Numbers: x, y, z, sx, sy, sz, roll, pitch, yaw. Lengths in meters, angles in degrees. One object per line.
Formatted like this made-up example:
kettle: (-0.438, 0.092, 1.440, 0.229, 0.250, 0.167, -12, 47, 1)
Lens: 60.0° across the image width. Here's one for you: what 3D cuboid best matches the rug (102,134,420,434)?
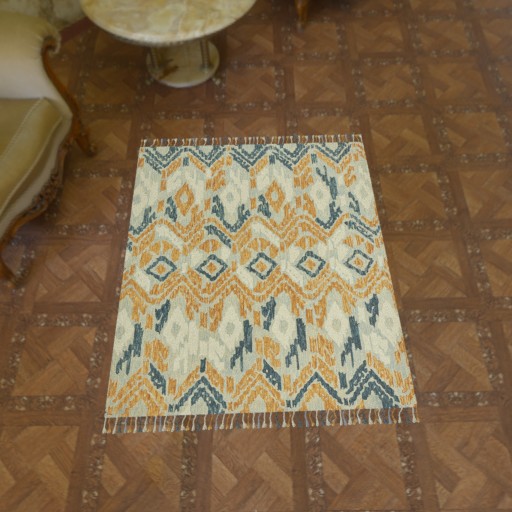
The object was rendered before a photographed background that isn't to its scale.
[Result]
rug: (0.000, 0.000, 4.147, 2.439, 0.010, 3.048, -2, 60, -1)
